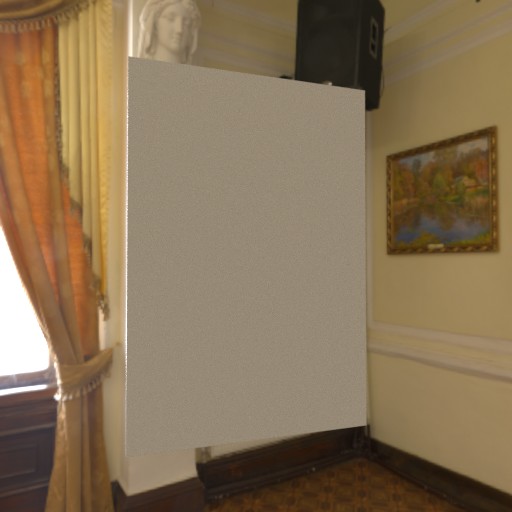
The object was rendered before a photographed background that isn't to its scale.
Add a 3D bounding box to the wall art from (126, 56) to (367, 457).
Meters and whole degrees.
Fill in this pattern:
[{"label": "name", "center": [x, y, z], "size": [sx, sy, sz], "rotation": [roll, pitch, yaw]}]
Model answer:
[{"label": "wall art", "center": [0.000, 0.000, 0.580], "size": [0.325, 0.474, 0.010], "rotation": [0, -1, -19]}]
